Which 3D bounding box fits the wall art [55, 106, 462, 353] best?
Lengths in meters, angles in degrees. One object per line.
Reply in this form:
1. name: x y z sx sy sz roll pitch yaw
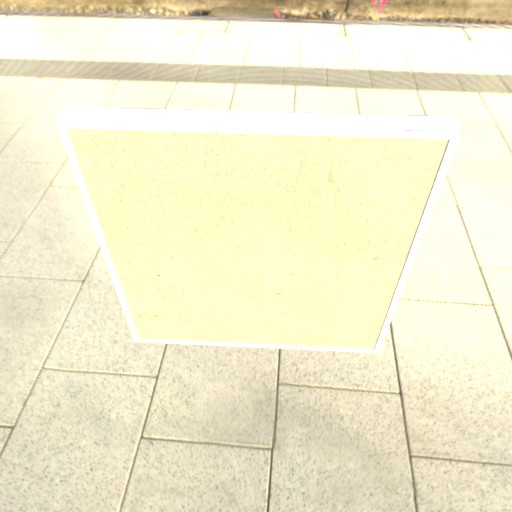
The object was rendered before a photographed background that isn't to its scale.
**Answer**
1. wall art: 0.000 0.000 0.749 0.508 0.508 0.038 2 46 2
